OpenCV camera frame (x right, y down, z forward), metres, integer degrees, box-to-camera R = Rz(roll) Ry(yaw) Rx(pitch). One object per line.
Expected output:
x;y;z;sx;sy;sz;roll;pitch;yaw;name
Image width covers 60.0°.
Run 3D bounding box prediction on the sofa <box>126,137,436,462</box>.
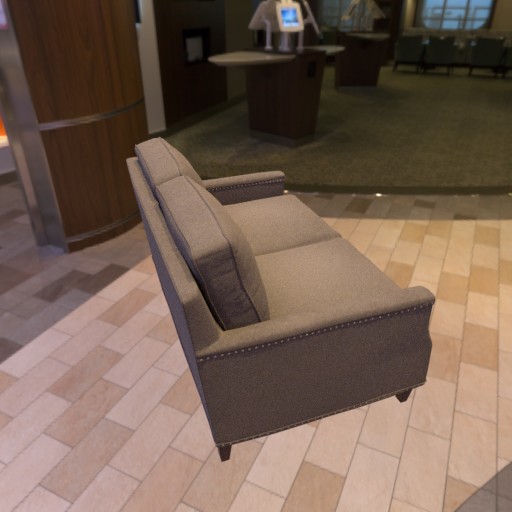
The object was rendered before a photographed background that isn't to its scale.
0.000;0.000;2.310;1.084;1.003;1.597;-11;32;-18;sofa
